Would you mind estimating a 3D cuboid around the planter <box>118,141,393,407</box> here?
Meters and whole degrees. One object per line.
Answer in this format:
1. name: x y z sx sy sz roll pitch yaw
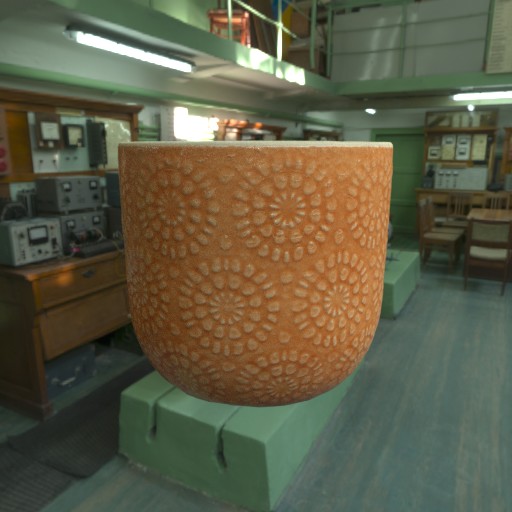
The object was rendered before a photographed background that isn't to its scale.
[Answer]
1. planter: 0.000 0.000 0.293 0.170 0.152 0.170 0 13 0
